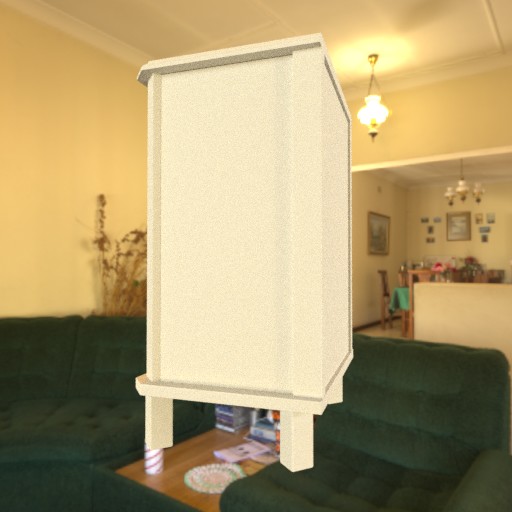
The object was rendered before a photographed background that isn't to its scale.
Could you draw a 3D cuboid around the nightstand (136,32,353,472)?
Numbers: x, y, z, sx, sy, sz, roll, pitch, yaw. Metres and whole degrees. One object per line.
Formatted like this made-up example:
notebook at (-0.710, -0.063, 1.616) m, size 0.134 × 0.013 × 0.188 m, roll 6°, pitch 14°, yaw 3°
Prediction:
nightstand at (0.000, 0.000, 0.928) m, size 0.351 × 0.681 × 0.435 m, roll 0°, pitch -1°, yaw 19°
